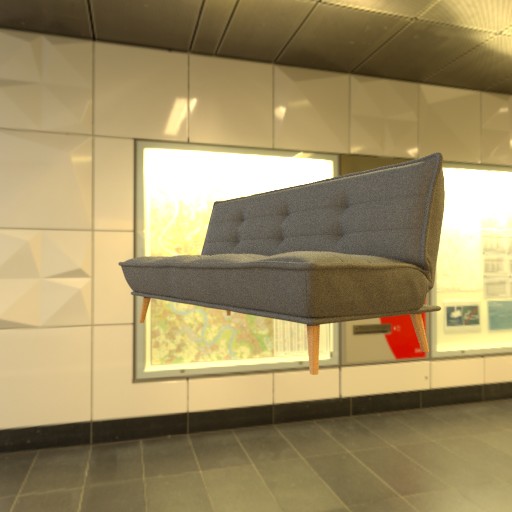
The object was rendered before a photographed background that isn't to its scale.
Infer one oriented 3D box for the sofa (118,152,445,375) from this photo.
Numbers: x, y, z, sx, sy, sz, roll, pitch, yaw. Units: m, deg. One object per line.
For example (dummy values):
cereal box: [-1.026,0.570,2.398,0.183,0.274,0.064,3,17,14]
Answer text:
sofa: [0.000,0.000,2.522,0.950,0.890,1.940,1,-1,-36]
